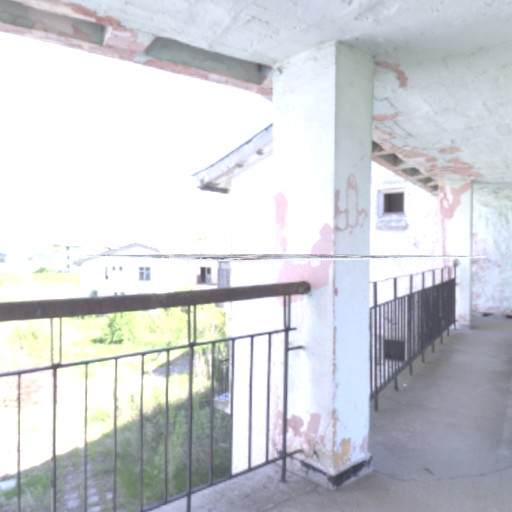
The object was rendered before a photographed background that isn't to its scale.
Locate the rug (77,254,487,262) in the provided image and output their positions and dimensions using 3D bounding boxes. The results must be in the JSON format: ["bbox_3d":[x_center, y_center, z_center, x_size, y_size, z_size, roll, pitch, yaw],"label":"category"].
[{"bbox_3d":[0.000,0.000,4.108,2.423,0.014,3.040,-1,1,-36],"label":"rug"}]
